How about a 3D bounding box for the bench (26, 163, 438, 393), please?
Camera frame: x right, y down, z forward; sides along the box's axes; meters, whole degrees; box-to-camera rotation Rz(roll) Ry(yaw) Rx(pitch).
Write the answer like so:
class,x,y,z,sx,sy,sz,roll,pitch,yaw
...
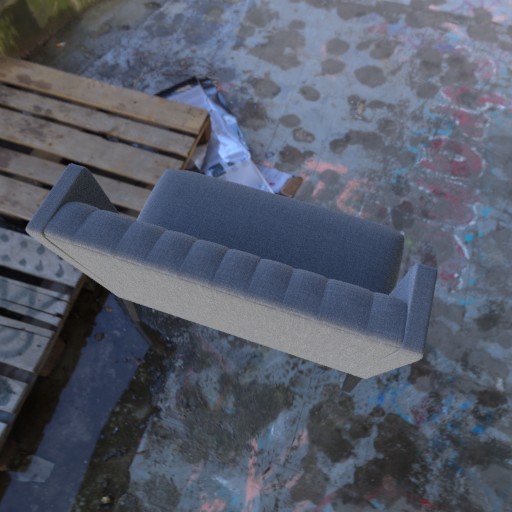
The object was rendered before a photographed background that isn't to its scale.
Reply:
class,x,y,z,sx,sy,sz,roll,pitch,yaw
bench,0.000,0.000,1.969,1.276,1.121,0.842,17,64,9
